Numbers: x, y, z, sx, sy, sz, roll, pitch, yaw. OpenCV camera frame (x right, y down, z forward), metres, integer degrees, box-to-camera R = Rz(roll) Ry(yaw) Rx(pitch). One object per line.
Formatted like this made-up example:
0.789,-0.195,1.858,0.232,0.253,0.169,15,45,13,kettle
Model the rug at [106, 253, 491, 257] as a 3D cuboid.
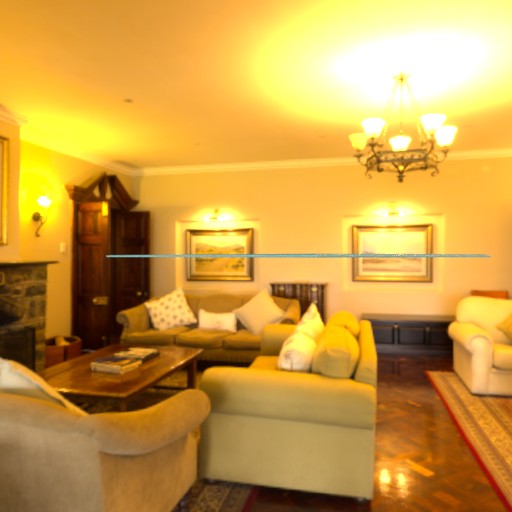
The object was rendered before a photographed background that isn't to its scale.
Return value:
0.000,0.000,1.451,0.604,0.007,1.219,0,0,-35,rug
